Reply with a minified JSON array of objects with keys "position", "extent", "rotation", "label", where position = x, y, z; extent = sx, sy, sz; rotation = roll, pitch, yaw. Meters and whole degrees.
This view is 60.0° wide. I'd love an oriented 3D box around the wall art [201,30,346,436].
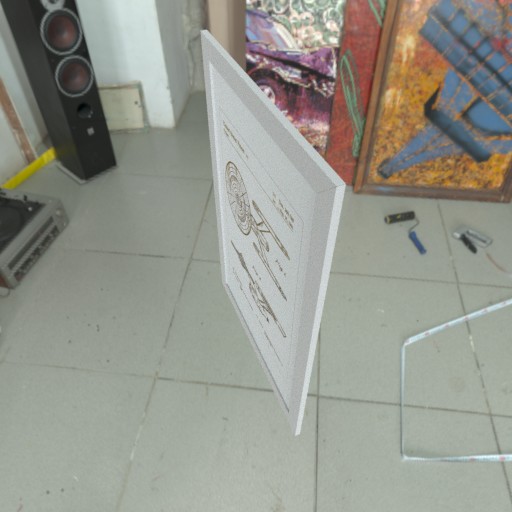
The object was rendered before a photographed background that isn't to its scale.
[{"position":[0.000,0.000,0.838],"extent":[0.011,0.659,0.454],"rotation":[-17,49,-15],"label":"wall art"}]
